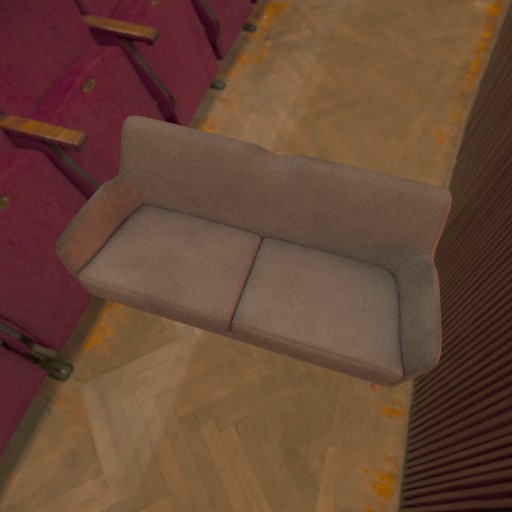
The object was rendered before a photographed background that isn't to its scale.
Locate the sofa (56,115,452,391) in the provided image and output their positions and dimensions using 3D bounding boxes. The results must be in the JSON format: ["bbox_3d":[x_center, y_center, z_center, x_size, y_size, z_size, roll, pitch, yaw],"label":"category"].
[{"bbox_3d":[0.000,0.000,2.332,1.870,0.810,0.850,16,60,9],"label":"sofa"}]
